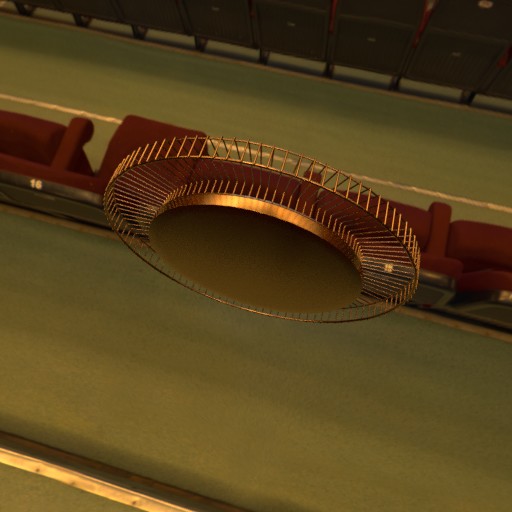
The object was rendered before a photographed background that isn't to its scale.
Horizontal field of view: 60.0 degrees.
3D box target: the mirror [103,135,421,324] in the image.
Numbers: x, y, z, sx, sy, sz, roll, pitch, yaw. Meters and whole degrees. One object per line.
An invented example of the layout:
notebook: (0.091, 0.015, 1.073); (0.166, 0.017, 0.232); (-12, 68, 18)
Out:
mirror: (0.000, 0.000, 1.012); (0.703, 0.703, 0.067); (14, 64, 7)
